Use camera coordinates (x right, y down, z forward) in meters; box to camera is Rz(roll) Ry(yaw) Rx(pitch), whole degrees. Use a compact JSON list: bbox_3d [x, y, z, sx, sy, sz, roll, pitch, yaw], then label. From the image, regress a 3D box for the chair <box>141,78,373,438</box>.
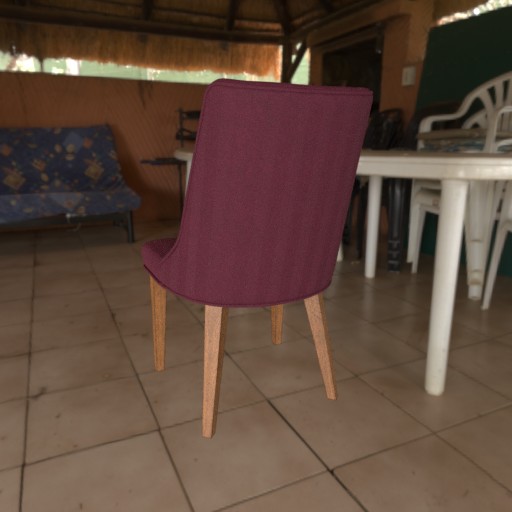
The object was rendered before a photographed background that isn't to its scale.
[{"bbox_3d":[0.000,0.000,1.314,0.548,0.916,0.638,-7,16,-25],"label":"chair"}]
